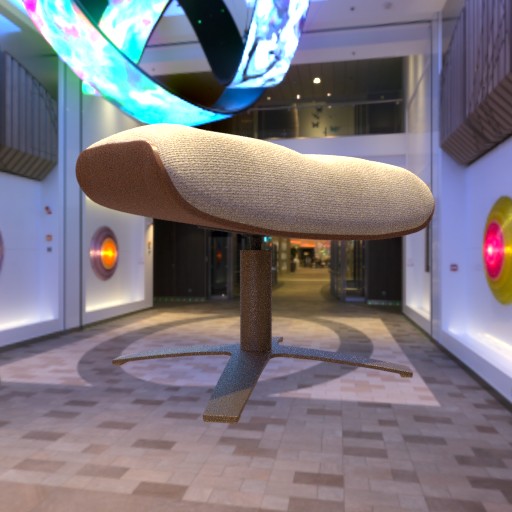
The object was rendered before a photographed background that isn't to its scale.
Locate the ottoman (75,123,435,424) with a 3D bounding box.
[{"bbox_3d":[0.000,0.000,0.773,0.520,0.391,0.394,0,0,-36],"label":"ottoman"}]
